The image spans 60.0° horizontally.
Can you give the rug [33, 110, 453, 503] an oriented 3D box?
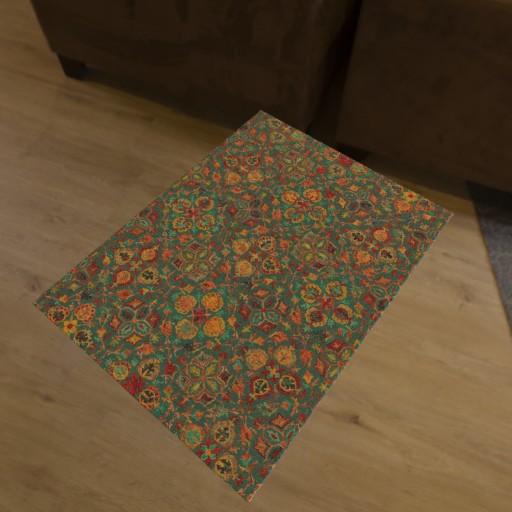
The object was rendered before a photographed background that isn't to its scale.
[{"bbox_3d":[0.000,0.000,4.115,2.434,0.025,3.204,34,64,19],"label":"rug"}]
